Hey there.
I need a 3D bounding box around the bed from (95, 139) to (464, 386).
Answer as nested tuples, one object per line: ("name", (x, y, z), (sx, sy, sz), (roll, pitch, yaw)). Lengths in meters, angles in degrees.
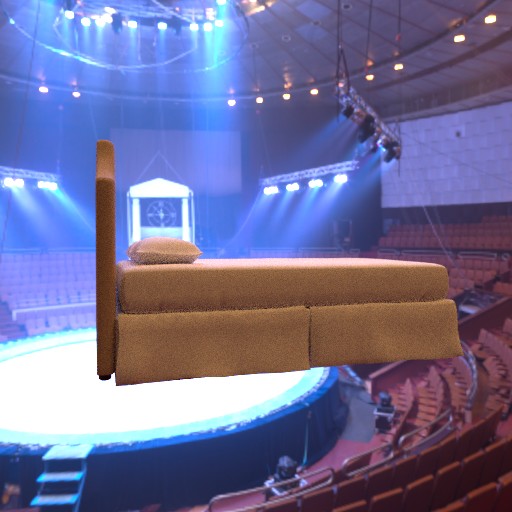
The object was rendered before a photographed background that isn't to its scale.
("bed", (0.000, 0.000, 4.155), (2.773, 1.590, 2.350), (0, 1, -18))
